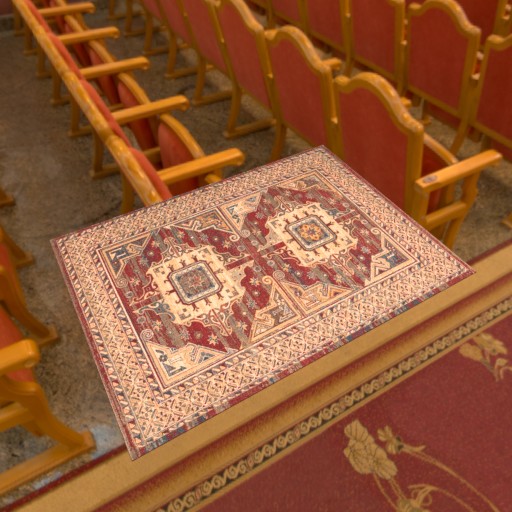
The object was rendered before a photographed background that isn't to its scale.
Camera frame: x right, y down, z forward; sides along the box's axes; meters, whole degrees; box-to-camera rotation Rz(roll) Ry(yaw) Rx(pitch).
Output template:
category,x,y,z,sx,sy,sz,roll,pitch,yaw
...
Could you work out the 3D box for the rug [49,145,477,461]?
category,x,y,z,sx,sy,sz,roll,pitch,yaw
rug,0.000,0.000,2.821,2.210,0.011,1.599,-23,51,-20
